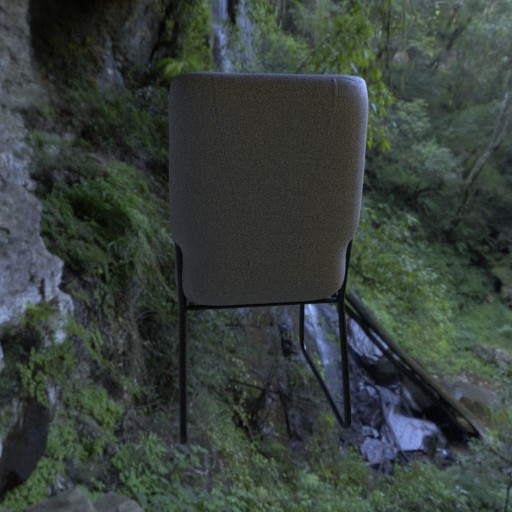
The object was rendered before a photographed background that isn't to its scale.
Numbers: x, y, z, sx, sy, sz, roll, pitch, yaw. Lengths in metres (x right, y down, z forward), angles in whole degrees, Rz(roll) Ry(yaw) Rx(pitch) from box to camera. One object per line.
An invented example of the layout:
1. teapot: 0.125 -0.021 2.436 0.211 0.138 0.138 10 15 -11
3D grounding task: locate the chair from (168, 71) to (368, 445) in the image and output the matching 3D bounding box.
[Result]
1. chair: 0.000 0.000 1.203 0.448 0.864 0.560 -2 15 -8
